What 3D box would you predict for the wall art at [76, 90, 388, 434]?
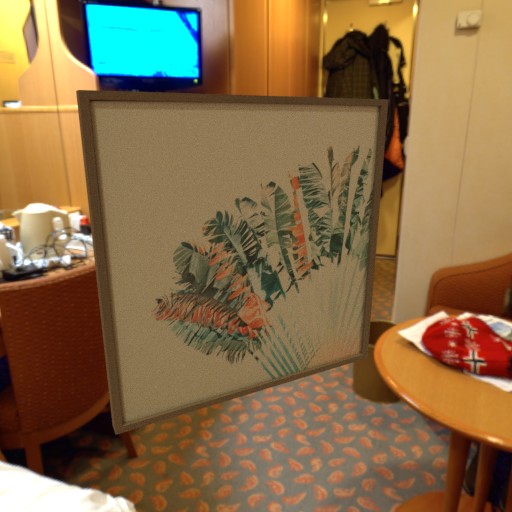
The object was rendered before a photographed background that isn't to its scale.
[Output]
[{"bbox_3d":[0.000,0.000,1.115,0.761,0.758,0.038,-9,19,-26],"label":"wall art"}]
